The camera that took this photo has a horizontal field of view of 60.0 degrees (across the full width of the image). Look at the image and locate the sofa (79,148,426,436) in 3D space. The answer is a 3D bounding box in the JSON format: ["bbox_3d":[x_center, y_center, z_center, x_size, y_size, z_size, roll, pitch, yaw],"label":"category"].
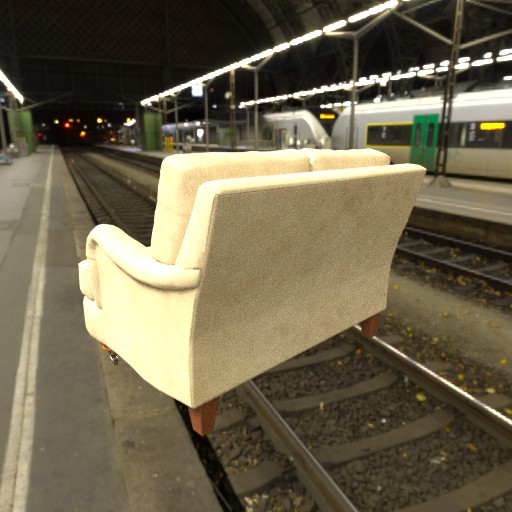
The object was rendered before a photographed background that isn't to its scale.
[{"bbox_3d":[0.000,0.000,2.293,1.498,1.087,1.086,-15,21,-43],"label":"sofa"}]
